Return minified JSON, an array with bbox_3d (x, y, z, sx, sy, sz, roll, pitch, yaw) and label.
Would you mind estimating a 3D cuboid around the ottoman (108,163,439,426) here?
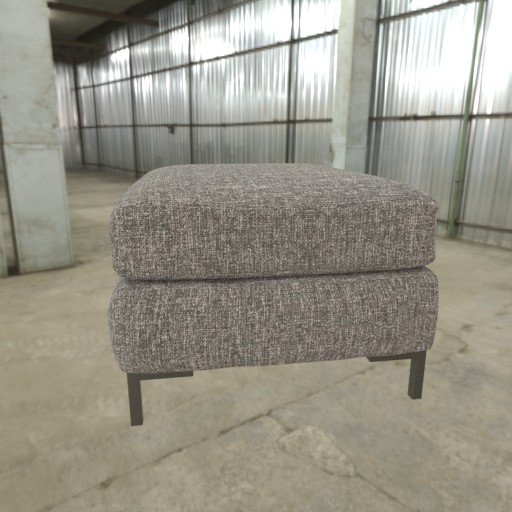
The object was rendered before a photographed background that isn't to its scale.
[{"bbox_3d":[0.000,0.000,1.214,0.683,0.480,0.828,-2,15,-9],"label":"ottoman"}]
